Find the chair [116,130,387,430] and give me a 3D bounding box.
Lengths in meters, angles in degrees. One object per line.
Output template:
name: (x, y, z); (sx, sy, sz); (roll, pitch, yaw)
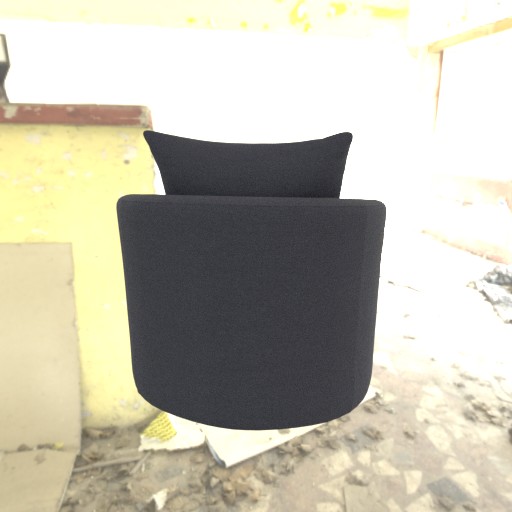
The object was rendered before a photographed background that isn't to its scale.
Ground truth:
chair: (0.000, 0.000, 1.562); (0.845, 0.848, 0.910); (2, 16, 8)
